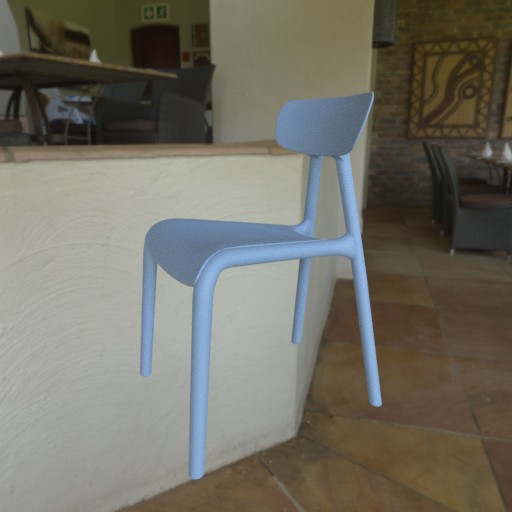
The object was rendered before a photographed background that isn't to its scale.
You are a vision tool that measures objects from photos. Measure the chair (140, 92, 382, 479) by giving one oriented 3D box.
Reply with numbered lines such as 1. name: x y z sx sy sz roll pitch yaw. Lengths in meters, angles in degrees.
1. chair: 0.000 0.000 0.838 0.401 0.580 0.356 -8 17 -26
